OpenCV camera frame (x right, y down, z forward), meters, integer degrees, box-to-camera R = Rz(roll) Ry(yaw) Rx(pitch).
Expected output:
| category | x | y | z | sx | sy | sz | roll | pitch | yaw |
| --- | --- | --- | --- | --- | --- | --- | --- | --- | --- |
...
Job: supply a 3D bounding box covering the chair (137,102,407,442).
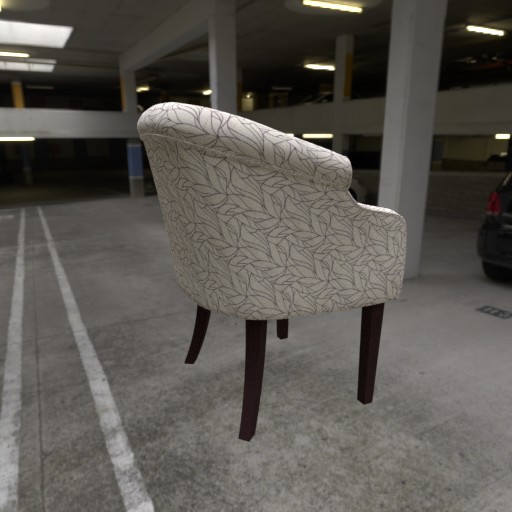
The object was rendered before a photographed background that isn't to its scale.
| category | x | y | z | sx | sy | sz | roll | pitch | yaw |
| --- | --- | --- | --- | --- | --- | --- | --- | --- | --- |
| chair | 0.000 | 0.000 | 1.335 | 0.613 | 0.858 | 0.686 | -8 | 17 | -26 |
